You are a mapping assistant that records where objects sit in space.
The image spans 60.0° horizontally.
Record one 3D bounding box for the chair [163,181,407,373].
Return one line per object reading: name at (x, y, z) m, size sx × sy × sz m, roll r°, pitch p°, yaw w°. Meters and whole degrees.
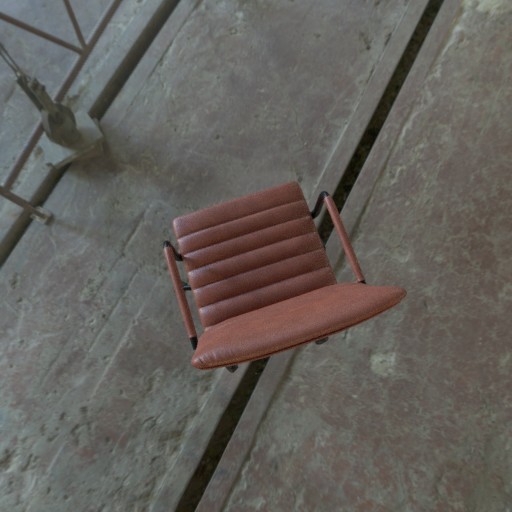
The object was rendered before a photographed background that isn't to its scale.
chair at (0.000, 0.000, 1.269) m, size 0.600 × 0.878 × 0.578 m, roll -18°, pitch 76°, yaw -5°
